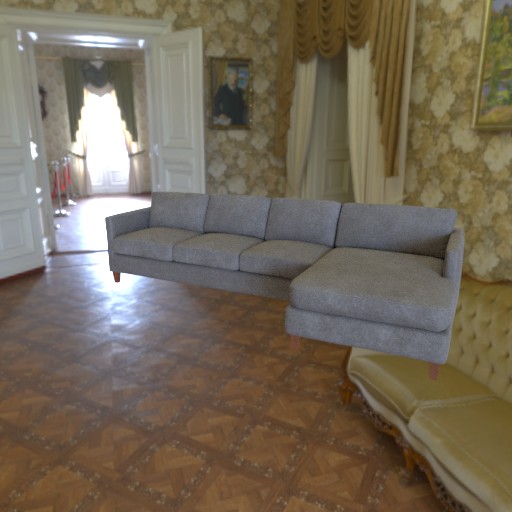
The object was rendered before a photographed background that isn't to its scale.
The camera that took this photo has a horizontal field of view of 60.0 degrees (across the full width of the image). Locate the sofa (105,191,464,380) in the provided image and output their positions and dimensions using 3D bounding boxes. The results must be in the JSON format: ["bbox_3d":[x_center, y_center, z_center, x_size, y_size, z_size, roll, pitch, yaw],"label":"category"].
[{"bbox_3d":[0.000,0.000,4.118,3.471,0.950,1.604,7,16,25],"label":"sofa"}]
